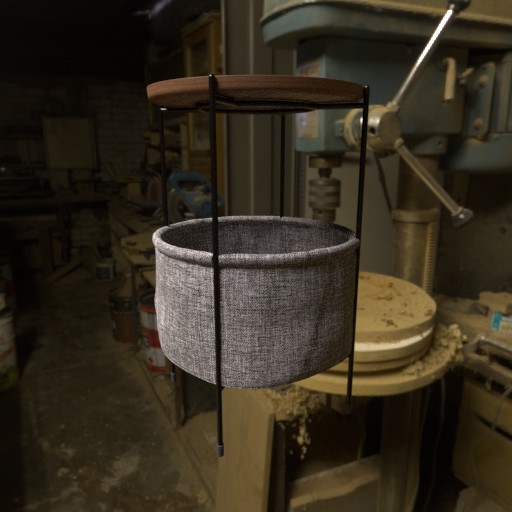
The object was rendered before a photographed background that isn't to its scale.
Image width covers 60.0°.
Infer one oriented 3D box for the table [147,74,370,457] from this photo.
[{"bbox_3d":[0.000,0.000,0.883,0.400,0.623,0.400,-7,16,-26],"label":"table"}]
